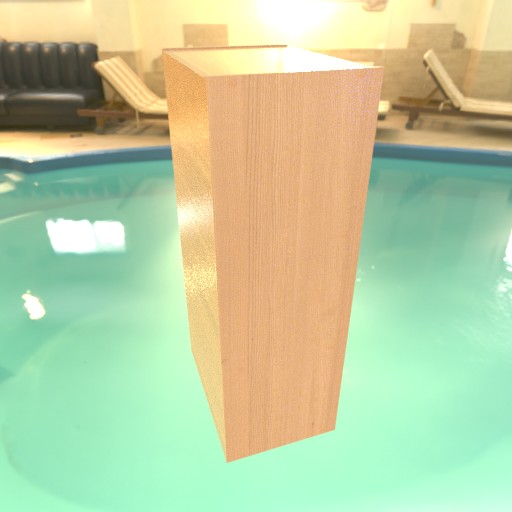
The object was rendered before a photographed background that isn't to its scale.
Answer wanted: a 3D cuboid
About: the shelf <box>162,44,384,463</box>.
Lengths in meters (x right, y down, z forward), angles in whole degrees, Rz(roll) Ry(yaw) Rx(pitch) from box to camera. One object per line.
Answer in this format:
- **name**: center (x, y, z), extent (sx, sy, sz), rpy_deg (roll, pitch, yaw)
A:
- **shelf**: center (0.000, 0.000, 1.060), extent (0.292, 0.876, 0.417), rpy_deg (-10, 32, -16)
